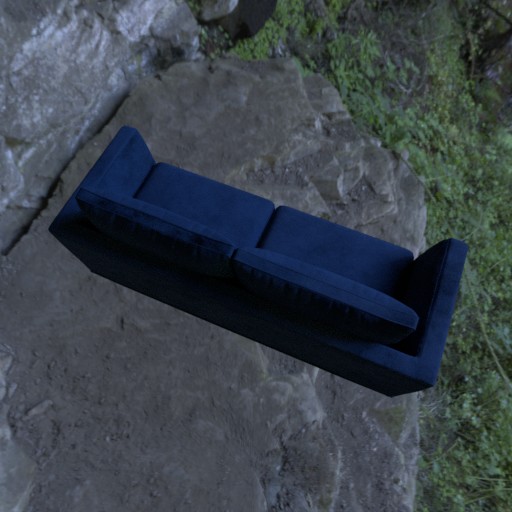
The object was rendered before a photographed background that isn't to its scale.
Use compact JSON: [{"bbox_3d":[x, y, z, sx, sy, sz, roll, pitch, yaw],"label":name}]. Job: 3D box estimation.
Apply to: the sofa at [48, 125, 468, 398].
[{"bbox_3d":[0.000,0.000,2.688,2.212,0.998,0.853,21,65,10],"label":"sofa"}]
